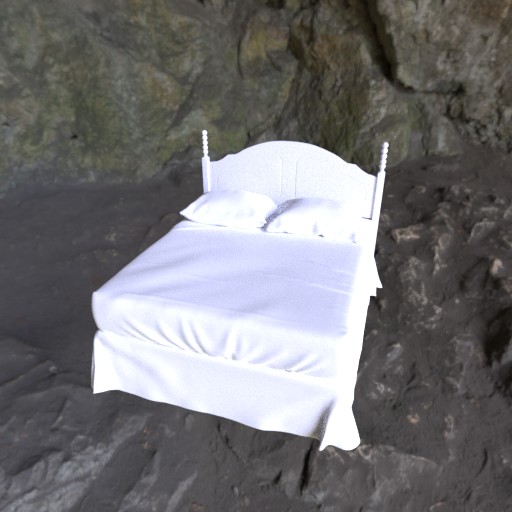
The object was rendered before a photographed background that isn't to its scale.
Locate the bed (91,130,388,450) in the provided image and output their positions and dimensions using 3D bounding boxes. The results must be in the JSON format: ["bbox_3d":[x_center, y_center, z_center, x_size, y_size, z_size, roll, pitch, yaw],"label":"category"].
[{"bbox_3d":[0.000,0.000,3.285,1.873,1.356,2.040,8,28,15],"label":"bed"}]
